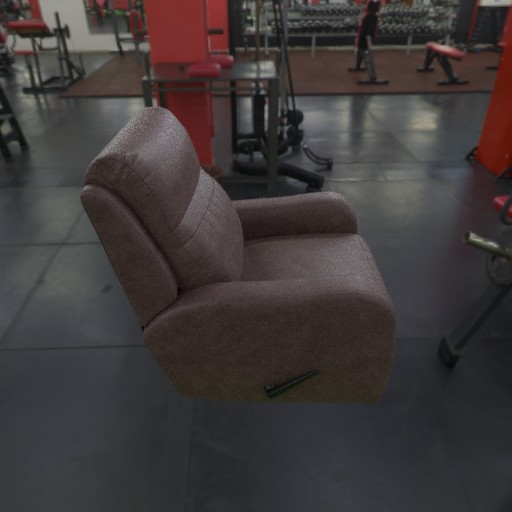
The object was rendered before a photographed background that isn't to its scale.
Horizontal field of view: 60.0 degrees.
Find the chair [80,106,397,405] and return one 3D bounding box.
[{"bbox_3d":[0.000,0.000,1.817,1.067,1.067,0.865,0,33,0],"label":"chair"}]
